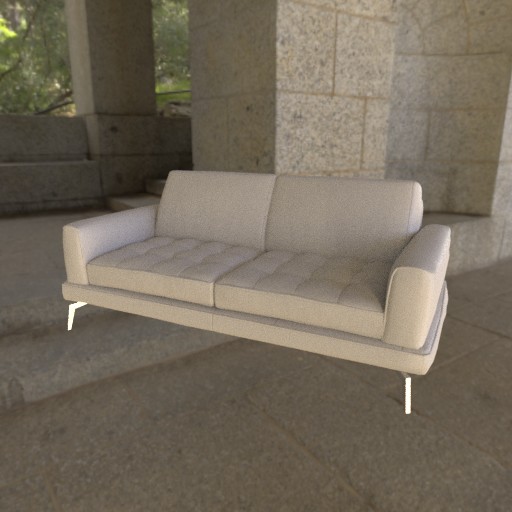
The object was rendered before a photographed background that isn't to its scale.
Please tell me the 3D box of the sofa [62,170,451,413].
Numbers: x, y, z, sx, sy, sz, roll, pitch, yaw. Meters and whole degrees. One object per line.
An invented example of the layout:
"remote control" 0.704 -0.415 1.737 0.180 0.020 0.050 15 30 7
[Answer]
"sofa" 0.000 0.000 2.698 2.177 0.930 1.121 7 17 25
